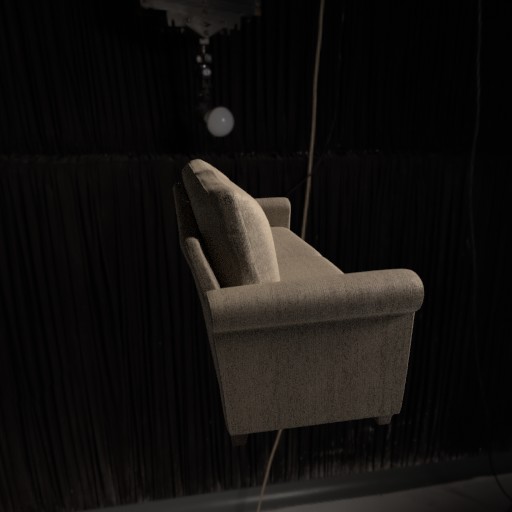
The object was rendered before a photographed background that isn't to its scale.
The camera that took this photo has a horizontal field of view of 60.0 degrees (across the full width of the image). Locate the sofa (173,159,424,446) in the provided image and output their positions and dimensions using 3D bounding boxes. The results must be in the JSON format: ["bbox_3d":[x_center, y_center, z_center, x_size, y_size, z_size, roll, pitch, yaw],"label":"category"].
[{"bbox_3d":[0.000,0.000,2.426,0.842,0.942,1.935,-3,16,-11],"label":"sofa"}]
